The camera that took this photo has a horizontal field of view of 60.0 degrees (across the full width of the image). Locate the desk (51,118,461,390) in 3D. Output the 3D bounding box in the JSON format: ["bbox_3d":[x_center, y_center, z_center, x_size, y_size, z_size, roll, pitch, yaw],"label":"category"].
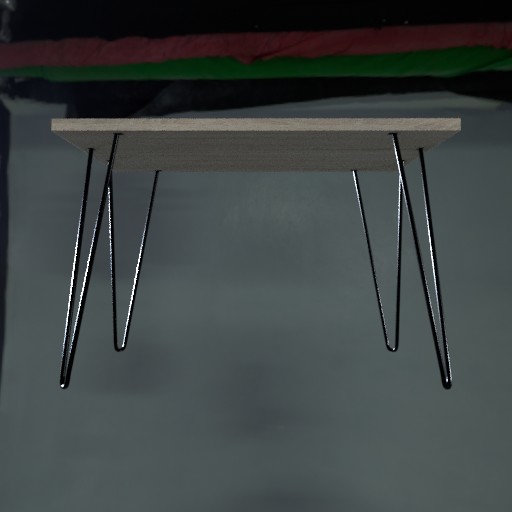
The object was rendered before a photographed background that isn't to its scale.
[{"bbox_3d":[0.000,0.000,1.318,0.991,0.660,0.499,0,-1,0],"label":"desk"}]
